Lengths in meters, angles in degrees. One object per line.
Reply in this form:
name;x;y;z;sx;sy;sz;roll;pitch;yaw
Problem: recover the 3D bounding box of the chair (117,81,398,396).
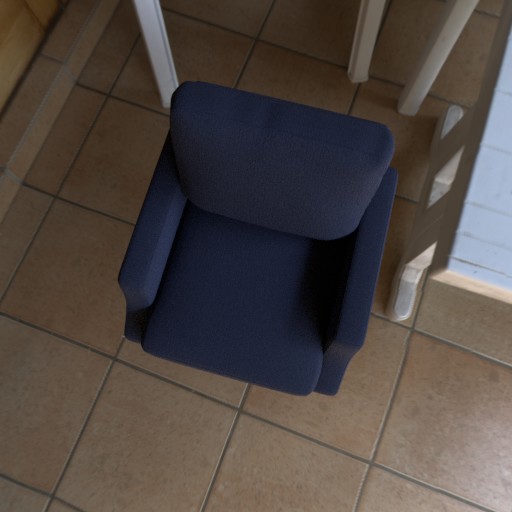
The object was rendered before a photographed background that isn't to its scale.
chair;0.000;0.000;1.642;0.855;0.991;0.897;14;76;4
